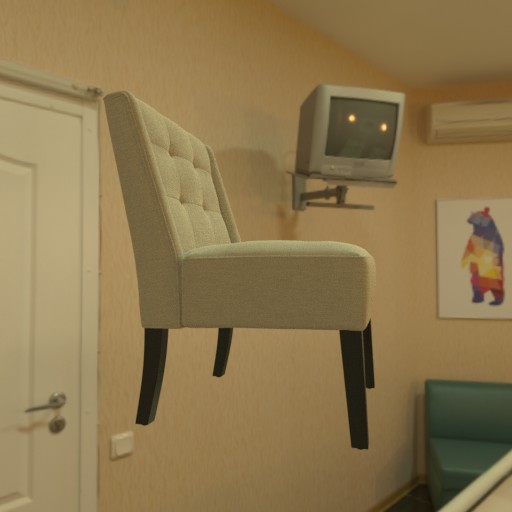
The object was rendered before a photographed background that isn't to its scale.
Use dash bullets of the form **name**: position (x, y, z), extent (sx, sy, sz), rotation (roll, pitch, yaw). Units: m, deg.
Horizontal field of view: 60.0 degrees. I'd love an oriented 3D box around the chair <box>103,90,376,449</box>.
- **chair**: position (0.000, 0.000, 1.300), extent (0.676, 0.853, 0.569), rotation (0, -2, 16)
